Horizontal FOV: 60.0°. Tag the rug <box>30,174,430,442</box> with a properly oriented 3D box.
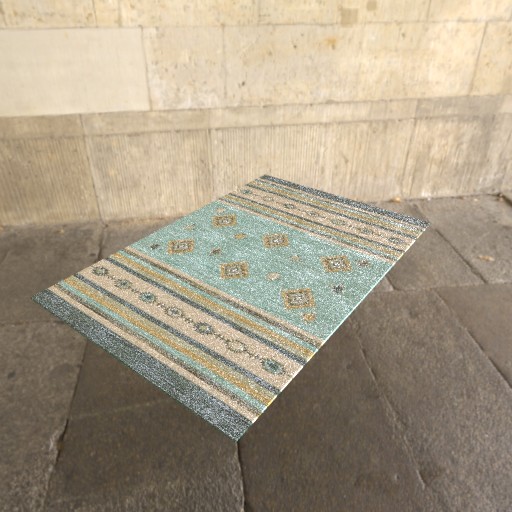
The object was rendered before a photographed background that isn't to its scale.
[{"bbox_3d":[0.000,0.000,2.321,1.212,0.010,1.811,22,39,31],"label":"rug"}]
